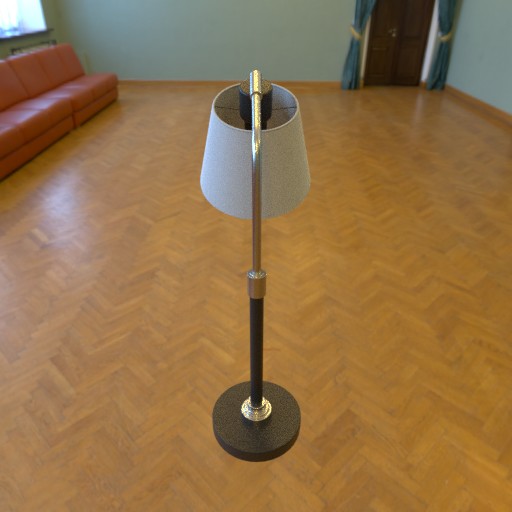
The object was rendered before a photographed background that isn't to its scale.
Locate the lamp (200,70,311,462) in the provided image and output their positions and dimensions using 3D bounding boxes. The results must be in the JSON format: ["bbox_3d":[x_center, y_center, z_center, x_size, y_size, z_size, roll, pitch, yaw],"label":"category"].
[{"bbox_3d":[0.000,0.000,0.700,0.181,0.539,0.348,0,31,0],"label":"lamp"}]
